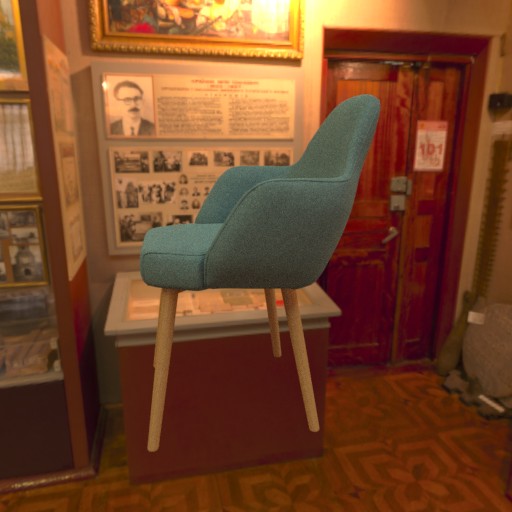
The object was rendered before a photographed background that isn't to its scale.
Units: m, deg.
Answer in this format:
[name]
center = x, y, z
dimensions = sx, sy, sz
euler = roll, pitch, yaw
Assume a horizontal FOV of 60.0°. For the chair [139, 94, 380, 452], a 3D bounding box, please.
[chair]
center = 0.000, 0.000, 1.328
dimensions = 0.666, 0.920, 0.589
euler = -3, 15, -10
